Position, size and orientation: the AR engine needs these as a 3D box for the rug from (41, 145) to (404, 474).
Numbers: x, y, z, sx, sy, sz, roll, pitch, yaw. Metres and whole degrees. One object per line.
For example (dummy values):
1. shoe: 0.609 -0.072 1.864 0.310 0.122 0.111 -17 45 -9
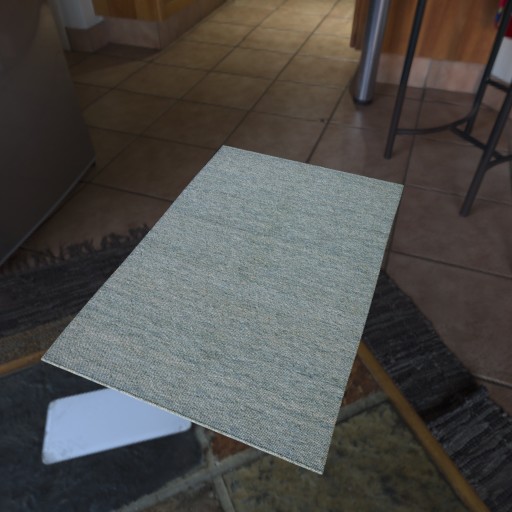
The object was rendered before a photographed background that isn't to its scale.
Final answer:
1. rug: 0.000 0.000 2.886 1.547 0.013 2.283 16 47 15
